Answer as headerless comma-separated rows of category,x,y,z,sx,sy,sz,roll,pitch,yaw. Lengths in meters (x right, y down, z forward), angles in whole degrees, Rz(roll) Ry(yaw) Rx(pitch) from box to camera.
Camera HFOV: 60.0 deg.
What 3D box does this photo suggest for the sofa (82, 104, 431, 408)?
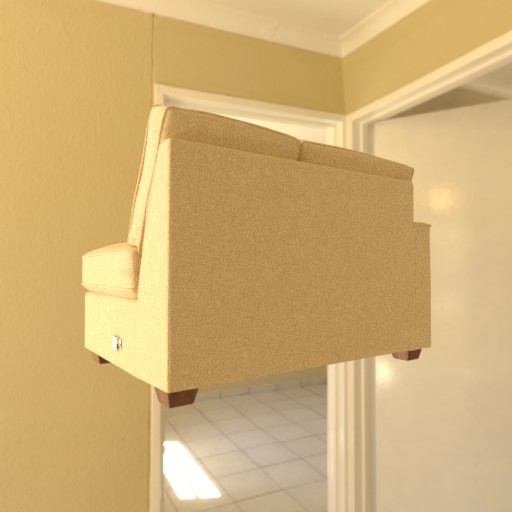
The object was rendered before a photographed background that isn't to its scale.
sofa,0.000,0.000,2.111,1.388,0.989,0.991,1,-2,-36
